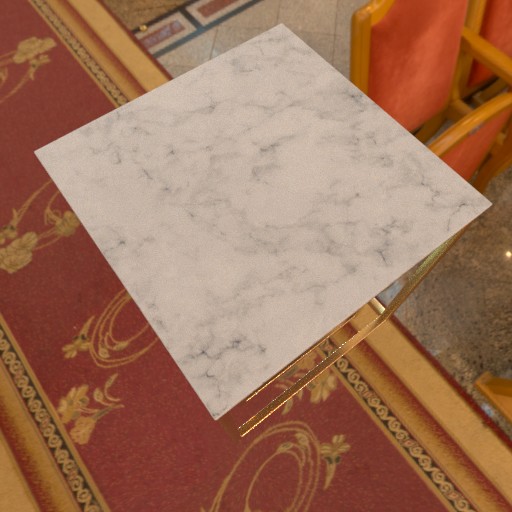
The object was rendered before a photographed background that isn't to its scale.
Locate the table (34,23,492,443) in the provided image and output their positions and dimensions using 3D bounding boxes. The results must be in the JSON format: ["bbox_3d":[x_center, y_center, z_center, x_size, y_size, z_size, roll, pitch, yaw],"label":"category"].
[{"bbox_3d":[0.000,0.000,0.833,0.450,0.500,0.450,-34,69,-15],"label":"table"}]
